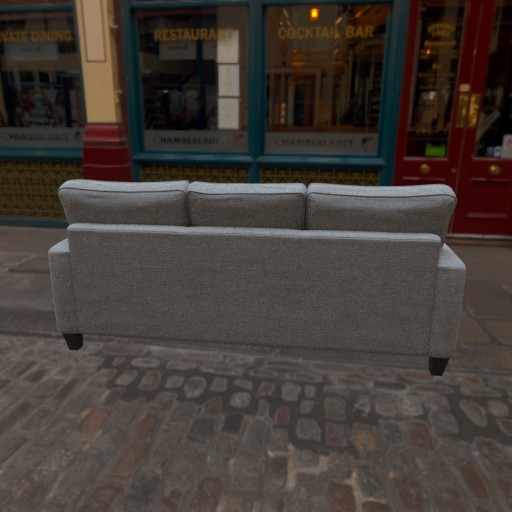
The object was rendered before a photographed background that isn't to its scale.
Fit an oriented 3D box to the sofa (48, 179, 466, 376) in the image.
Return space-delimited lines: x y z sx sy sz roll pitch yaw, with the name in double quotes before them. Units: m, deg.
"sofa" 0.000 0.000 2.686 2.158 0.965 0.951 2 16 8
